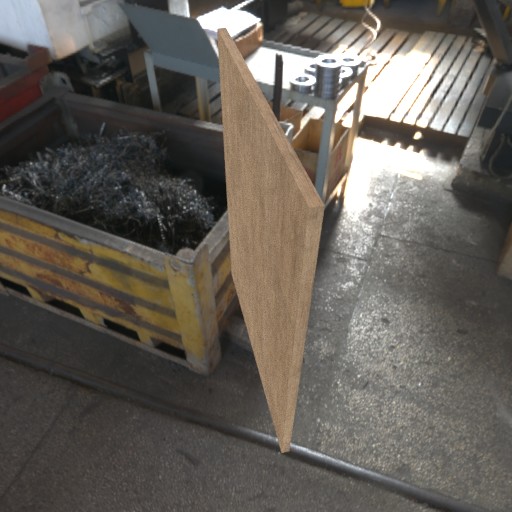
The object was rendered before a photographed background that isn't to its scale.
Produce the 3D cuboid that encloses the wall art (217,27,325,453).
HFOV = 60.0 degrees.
[{"bbox_3d":[0.000,0.000,0.892,0.018,0.686,0.534,-10,47,-10],"label":"wall art"}]
